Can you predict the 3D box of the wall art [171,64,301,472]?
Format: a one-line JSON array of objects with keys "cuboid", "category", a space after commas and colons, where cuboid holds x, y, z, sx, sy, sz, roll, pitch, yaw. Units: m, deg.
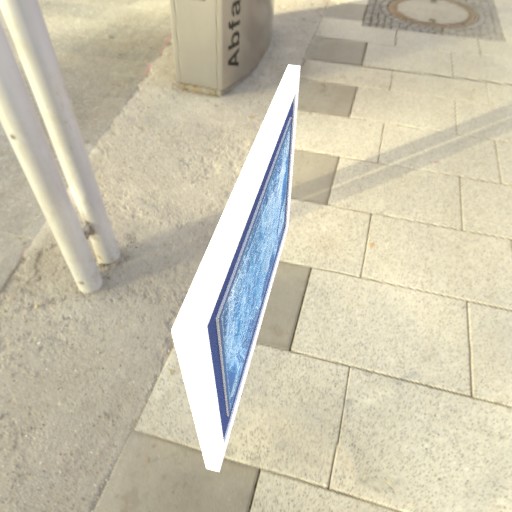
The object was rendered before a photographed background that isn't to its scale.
[{"cuboid": [0.000, 0.000, 1.695, 0.051, 0.902, 1.308, 10, 48, 9], "category": "wall art"}]
